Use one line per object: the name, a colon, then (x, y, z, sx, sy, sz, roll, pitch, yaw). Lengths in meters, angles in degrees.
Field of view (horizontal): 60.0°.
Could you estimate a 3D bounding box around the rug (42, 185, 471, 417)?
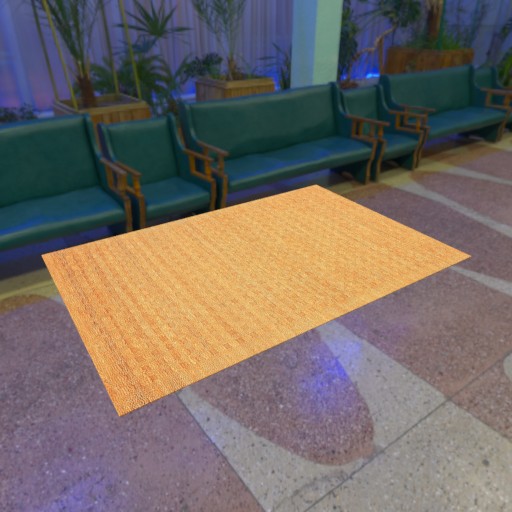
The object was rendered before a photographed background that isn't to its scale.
rug: (0.000, 0.000, 2.833, 2.285, 0.006, 1.524, -18, 35, -29)
